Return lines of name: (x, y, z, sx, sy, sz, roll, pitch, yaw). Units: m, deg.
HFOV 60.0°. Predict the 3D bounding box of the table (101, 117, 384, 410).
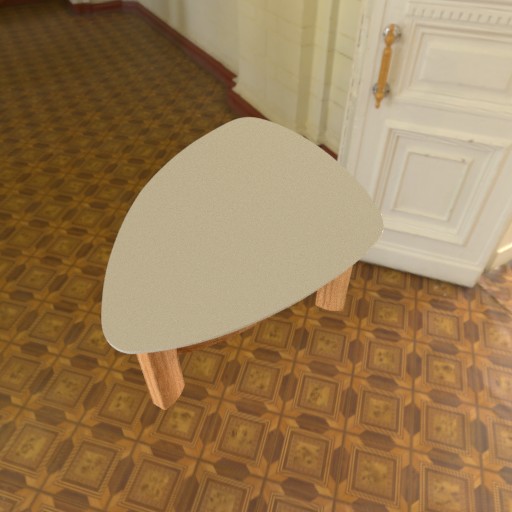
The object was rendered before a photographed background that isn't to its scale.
table: (0.000, 0.000, 1.663, 0.850, 0.440, 1.250, 11, 46, 11)
